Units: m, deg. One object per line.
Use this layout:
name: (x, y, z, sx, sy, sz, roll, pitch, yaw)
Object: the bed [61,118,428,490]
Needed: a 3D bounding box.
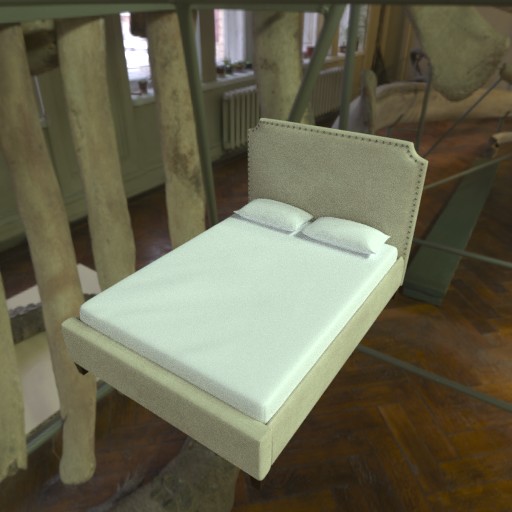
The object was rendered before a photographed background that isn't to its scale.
bed: (0.000, 0.000, 3.367, 1.712, 1.443, 2.372, 19, 35, 29)
